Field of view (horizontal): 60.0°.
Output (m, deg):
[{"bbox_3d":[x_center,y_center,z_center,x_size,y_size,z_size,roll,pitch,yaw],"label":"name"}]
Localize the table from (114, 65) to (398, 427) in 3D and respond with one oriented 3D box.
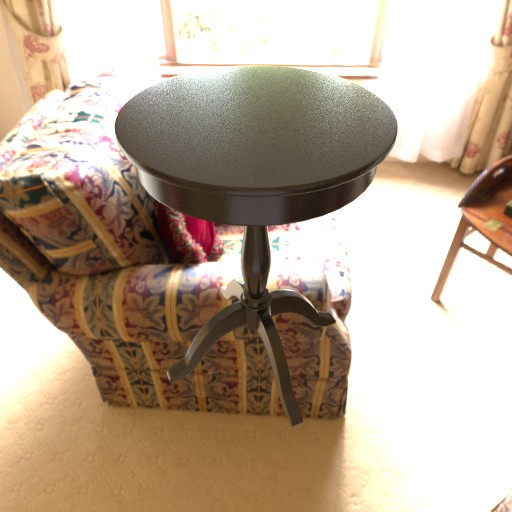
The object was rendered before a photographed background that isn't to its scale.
[{"bbox_3d":[0.000,0.000,0.984,0.481,0.665,0.481,0,42,0],"label":"table"}]
